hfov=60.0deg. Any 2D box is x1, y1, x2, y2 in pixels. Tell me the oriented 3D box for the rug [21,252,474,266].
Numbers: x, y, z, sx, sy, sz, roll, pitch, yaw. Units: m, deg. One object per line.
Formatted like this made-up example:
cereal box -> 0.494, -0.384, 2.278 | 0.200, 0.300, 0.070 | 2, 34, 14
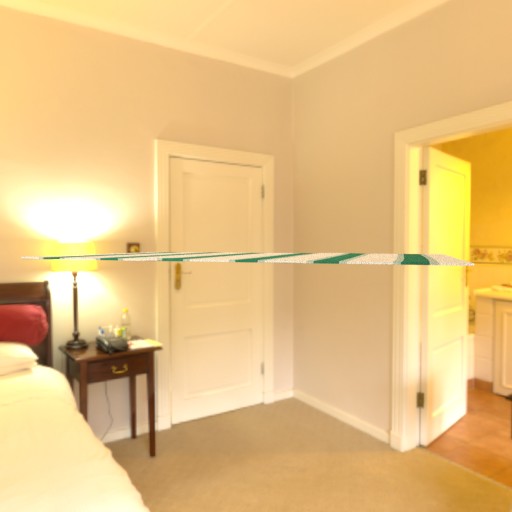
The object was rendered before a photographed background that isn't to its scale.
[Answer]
rug -> 0.000, 0.000, 2.960 | 2.436, 0.015, 1.521 | 1, 2, 18
